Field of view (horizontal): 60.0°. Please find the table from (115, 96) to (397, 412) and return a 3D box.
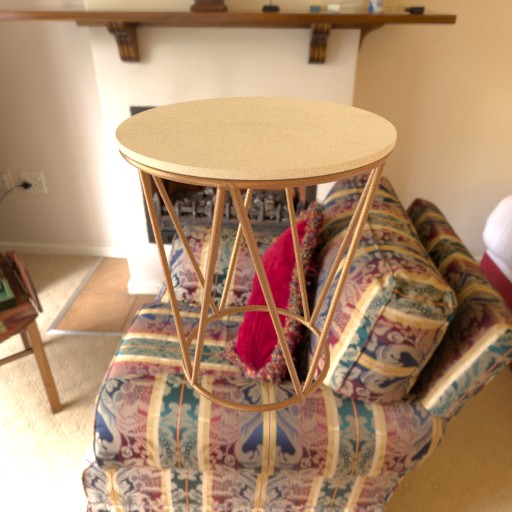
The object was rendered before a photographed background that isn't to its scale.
[{"bbox_3d":[0.000,0.000,0.957,0.500,0.564,0.500,0,31,0],"label":"table"}]
